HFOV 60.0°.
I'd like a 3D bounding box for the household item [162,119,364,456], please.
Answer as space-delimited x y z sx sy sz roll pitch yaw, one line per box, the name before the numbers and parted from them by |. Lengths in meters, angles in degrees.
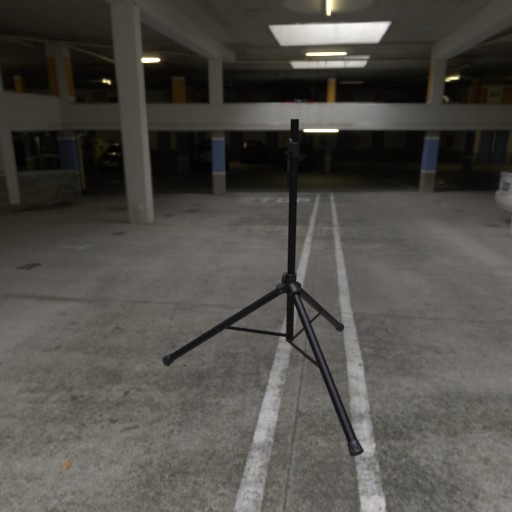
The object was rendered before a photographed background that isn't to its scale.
household item | 0.000 0.000 1.923 0.907 1.136 1.045 2 17 8
